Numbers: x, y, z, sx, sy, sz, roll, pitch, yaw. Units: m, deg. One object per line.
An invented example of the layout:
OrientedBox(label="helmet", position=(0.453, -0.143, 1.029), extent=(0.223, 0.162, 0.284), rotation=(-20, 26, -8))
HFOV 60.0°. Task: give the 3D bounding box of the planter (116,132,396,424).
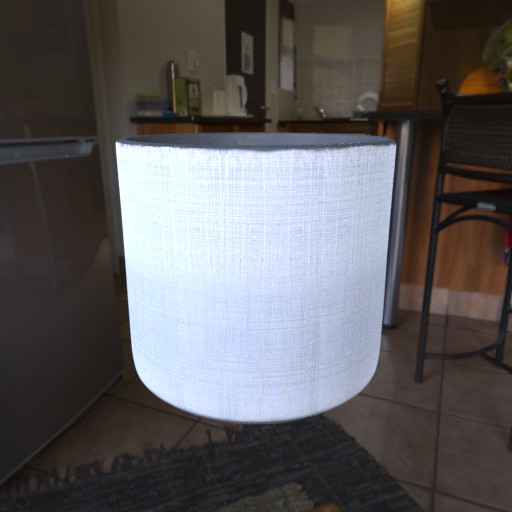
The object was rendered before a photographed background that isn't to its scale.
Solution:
OrientedBox(label="planter", position=(0.000, 0.000, 0.387), extent=(0.221, 0.201, 0.221), rotation=(0, 18, 0))
